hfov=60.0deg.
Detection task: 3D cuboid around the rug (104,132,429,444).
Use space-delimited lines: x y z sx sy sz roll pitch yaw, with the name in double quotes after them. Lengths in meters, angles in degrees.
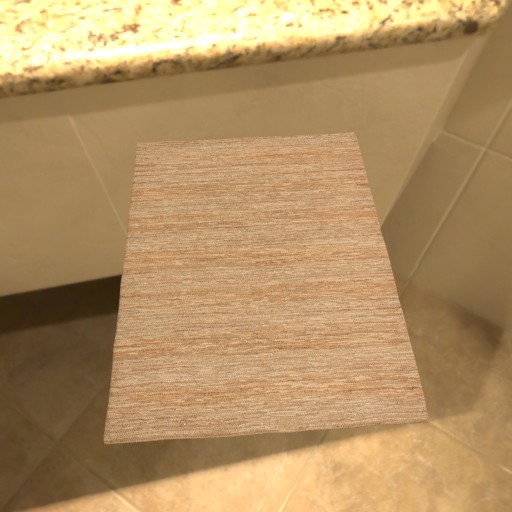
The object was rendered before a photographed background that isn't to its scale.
0.000 0.000 3.872 2.313 0.009 2.939 -3 58 -2 "rug"
